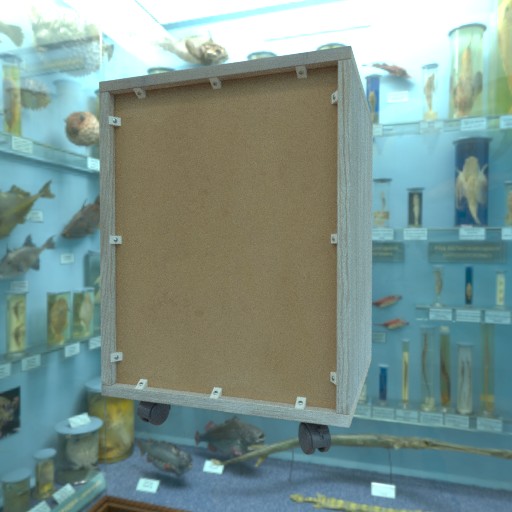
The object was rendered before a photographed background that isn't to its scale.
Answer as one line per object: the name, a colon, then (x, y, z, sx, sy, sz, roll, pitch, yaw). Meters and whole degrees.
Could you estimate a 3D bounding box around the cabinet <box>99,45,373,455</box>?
cabinet: (0.000, 0.000, 0.858, 0.409, 0.579, 0.401, 0, 1, 19)
